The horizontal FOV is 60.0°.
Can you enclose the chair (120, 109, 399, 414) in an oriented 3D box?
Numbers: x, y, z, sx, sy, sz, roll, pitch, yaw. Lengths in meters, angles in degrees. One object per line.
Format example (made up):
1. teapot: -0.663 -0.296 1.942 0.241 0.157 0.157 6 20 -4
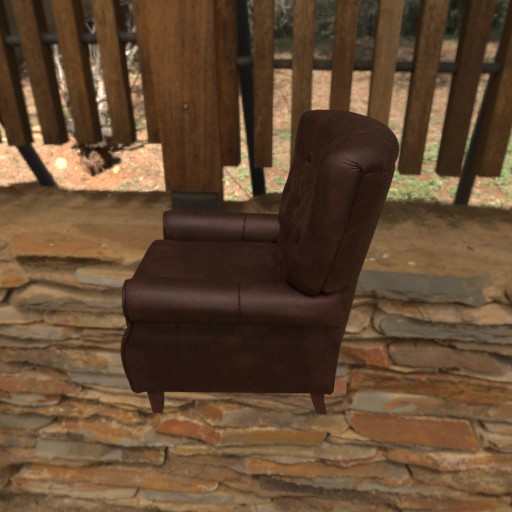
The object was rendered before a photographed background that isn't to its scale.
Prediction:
1. chair: 0.000 0.000 1.920 1.058 1.158 0.948 0 26 1
